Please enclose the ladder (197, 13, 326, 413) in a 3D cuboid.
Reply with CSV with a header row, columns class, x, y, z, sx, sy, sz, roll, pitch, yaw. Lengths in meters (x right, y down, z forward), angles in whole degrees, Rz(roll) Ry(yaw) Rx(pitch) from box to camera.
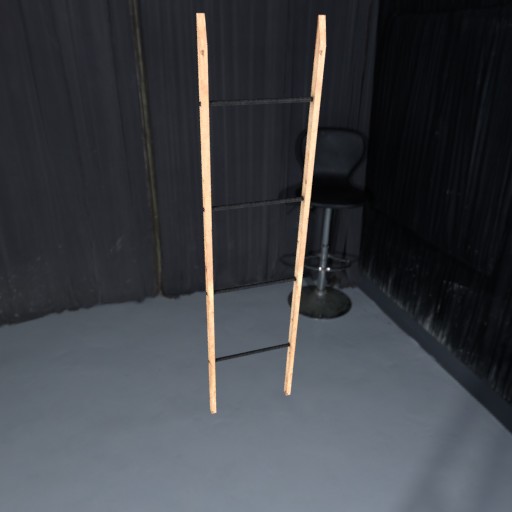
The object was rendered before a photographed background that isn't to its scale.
class,x,y,z,sx,sy,sz,roll,pitch,yaw
ladder,0.000,0.000,1.889,0.442,1.805,0.200,-8,27,-16
